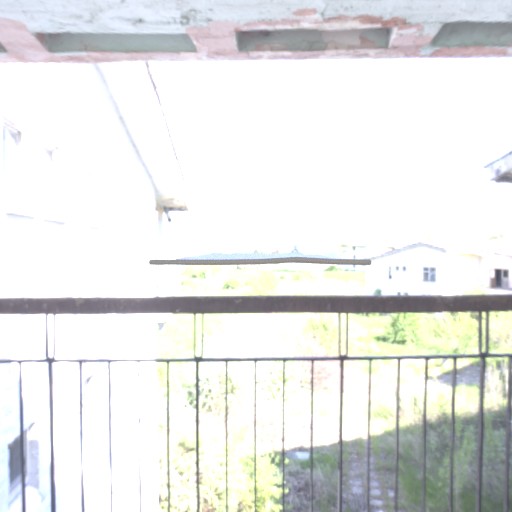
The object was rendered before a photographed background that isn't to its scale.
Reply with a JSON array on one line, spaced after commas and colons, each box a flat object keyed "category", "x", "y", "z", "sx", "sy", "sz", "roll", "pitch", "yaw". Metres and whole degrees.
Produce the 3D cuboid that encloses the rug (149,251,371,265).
[{"category": "rug", "x": 0.000, "y": 0.000, "z": 2.703, "sx": 0.752, "sy": 0.051, "sz": 2.452, "roll": 0, "pitch": 1, "yaw": -1}]
